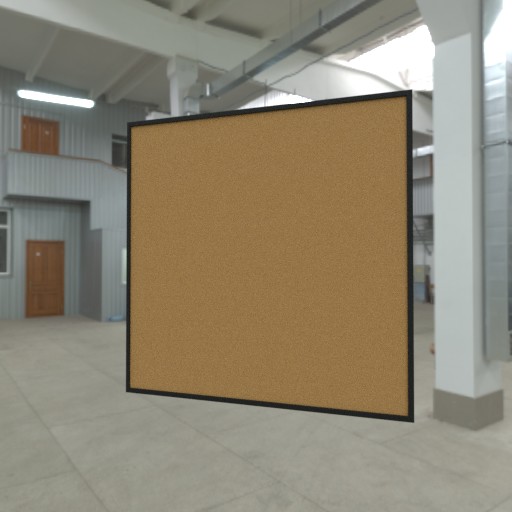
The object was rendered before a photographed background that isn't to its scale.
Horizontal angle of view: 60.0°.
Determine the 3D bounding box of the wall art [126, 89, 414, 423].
[{"bbox_3d":[0.000,0.000,0.685,0.458,0.457,0.013,0,-1,18],"label":"wall art"}]
